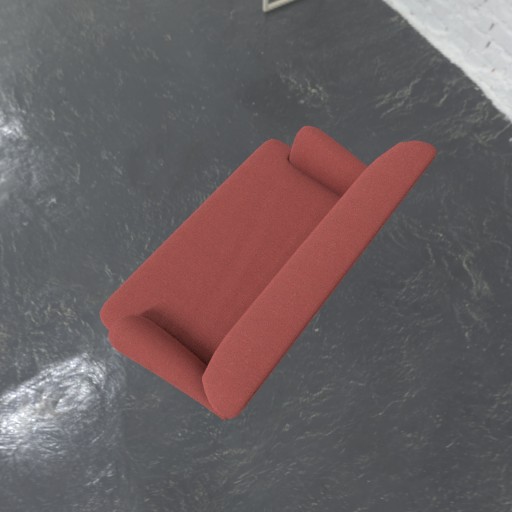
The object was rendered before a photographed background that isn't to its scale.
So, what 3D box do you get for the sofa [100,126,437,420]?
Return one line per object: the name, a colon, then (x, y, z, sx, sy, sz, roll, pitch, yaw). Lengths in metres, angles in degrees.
sofa: (0.000, 0.000, 1.881, 0.779, 0.889, 1.297, 35, 69, 16)
